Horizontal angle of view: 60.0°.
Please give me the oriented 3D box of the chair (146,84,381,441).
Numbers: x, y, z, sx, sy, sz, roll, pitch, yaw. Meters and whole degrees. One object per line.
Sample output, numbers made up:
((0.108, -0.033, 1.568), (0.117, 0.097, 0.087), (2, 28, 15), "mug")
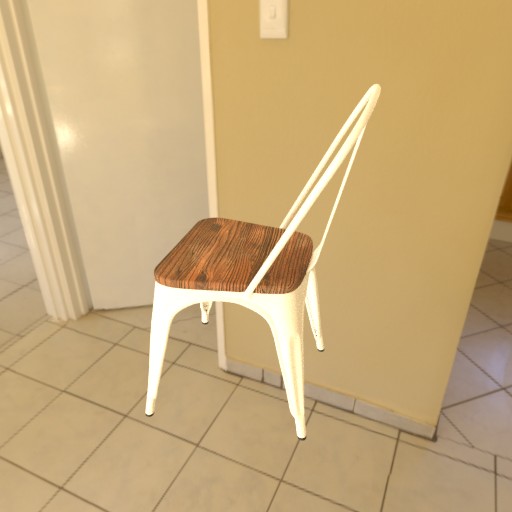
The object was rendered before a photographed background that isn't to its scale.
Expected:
((0.000, 0.000, 1.155), (0.521, 0.851, 0.452), (8, 30, 13), "chair")
